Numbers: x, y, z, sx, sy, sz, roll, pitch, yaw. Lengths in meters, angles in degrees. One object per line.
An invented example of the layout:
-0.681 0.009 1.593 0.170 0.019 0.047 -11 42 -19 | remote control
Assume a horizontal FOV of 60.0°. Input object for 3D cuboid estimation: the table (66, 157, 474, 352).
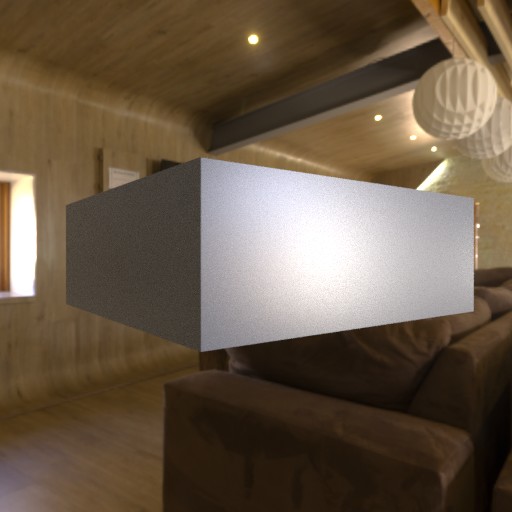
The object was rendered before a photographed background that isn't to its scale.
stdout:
0.000 0.000 1.223 0.801 0.299 0.801 0 0 -37 | table
